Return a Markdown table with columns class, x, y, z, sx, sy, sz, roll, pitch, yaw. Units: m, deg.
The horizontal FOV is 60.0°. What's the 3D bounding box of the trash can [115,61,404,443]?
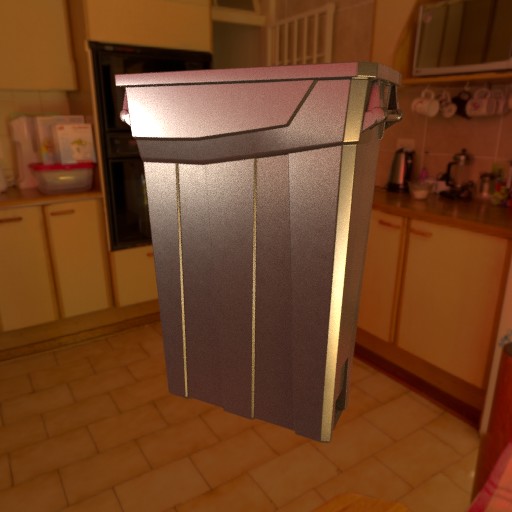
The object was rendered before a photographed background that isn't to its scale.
| class | x | y | z | sx | sy | sz | roll | pitch | yaw |
| --- | --- | --- | --- | --- | --- | --- | --- | --- | --- |
| trash can | 0.000 | 0.000 | 1.005 | 0.559 | 0.762 | 0.281 | 8 | 19 | 25 |
